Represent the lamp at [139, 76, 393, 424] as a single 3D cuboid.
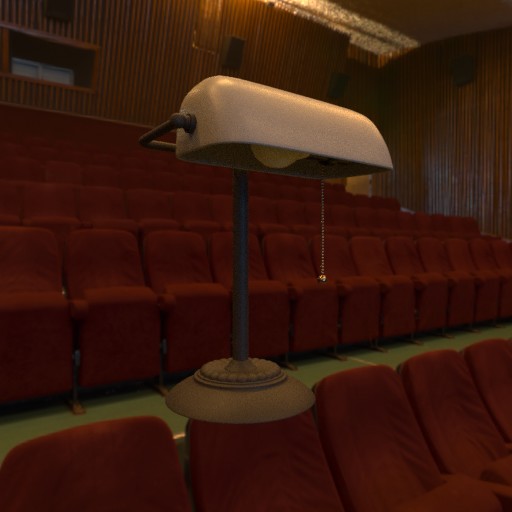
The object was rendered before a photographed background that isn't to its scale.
[{"bbox_3d":[0.000,0.000,0.509,0.264,0.339,0.243,0,0,-36],"label":"lamp"}]
